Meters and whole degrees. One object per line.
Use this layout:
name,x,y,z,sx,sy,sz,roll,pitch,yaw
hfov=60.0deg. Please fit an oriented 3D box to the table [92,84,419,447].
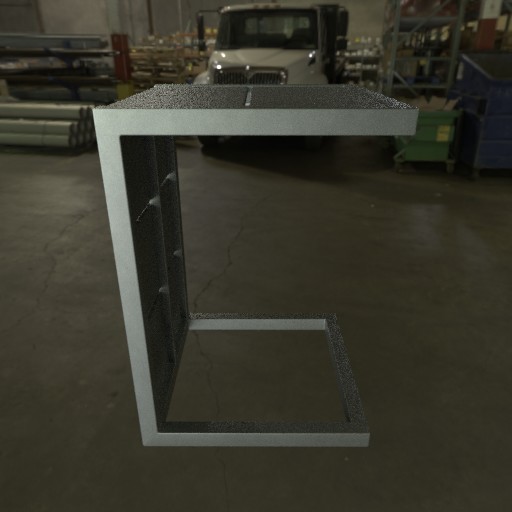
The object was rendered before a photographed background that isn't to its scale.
table,0.000,0.000,0.880,0.420,0.609,0.405,0,25,0
